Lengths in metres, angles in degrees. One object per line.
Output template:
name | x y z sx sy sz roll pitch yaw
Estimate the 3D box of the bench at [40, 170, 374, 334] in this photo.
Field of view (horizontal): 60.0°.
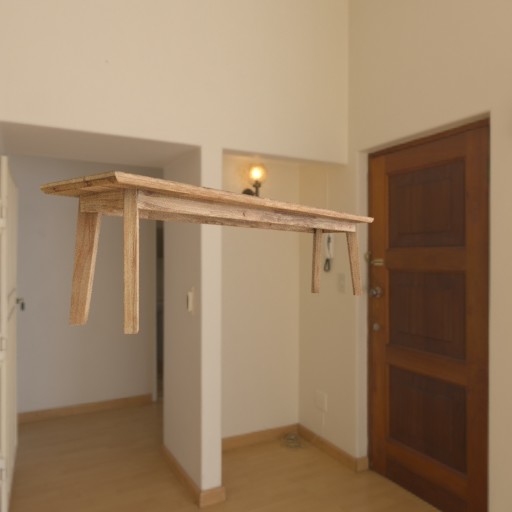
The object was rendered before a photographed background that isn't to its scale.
bench | 0.000 0.000 1.917 0.378 0.431 1.698 0 0 37
